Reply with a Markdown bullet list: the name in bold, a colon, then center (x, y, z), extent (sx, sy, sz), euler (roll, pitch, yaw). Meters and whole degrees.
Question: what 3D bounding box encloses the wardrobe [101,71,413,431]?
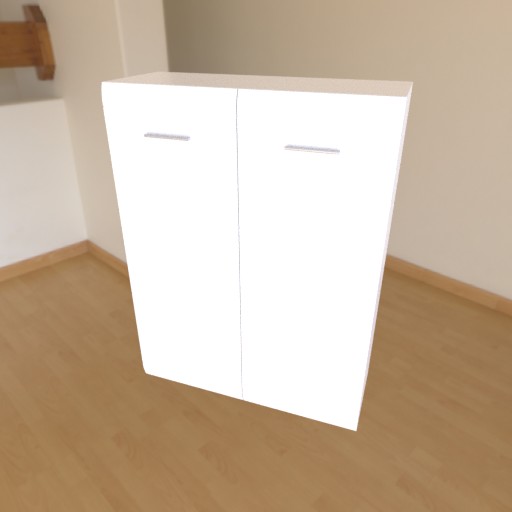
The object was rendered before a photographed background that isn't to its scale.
- **wardrobe**: center (0.000, 0.000, 1.634), extent (0.900, 1.200, 0.360), euler (10, 29, 17)
